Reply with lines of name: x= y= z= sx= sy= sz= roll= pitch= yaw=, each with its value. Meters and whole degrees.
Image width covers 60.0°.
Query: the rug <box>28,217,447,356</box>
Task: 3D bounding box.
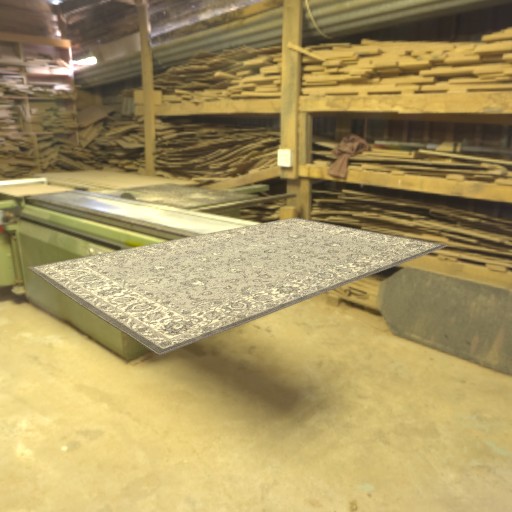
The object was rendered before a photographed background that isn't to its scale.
rug: x=0.000 y=0.000 z=2.987 sx=2.438 sy=0.011 sz=1.524 roll=-14 pitch=21 yaw=-41
